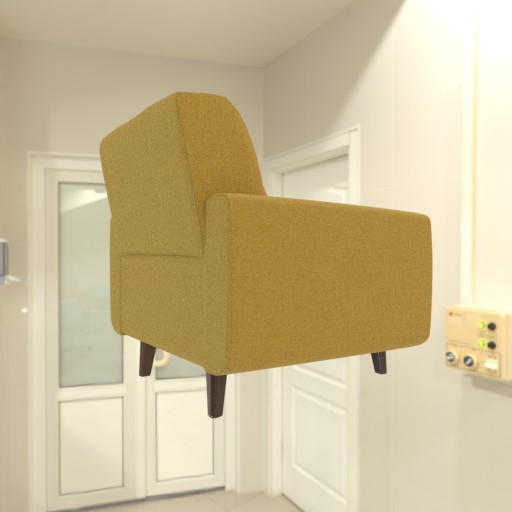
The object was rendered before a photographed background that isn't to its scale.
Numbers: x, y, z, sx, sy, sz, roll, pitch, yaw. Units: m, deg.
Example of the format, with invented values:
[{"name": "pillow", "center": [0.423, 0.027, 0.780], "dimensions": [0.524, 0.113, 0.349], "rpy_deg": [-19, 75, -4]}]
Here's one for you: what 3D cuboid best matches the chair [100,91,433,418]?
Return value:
[{"name": "chair", "center": [0.000, 0.000, 1.550], "dimensions": [0.909, 0.841, 0.831], "rpy_deg": [0, 1, -37]}]
